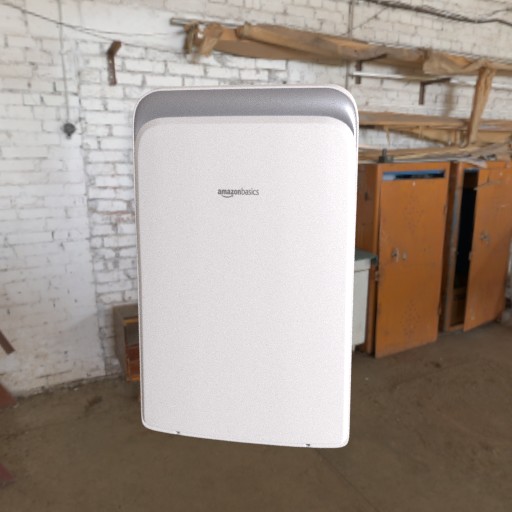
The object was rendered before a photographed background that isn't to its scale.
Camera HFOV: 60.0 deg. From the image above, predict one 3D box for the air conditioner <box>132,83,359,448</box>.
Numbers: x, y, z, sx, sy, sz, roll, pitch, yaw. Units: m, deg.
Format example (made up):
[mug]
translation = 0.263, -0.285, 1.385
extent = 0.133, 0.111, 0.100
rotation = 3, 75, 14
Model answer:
[air conditioner]
translation = 0.000, 0.000, 1.063
extent = 0.478, 0.765, 0.467
rotation = 2, 14, 8
